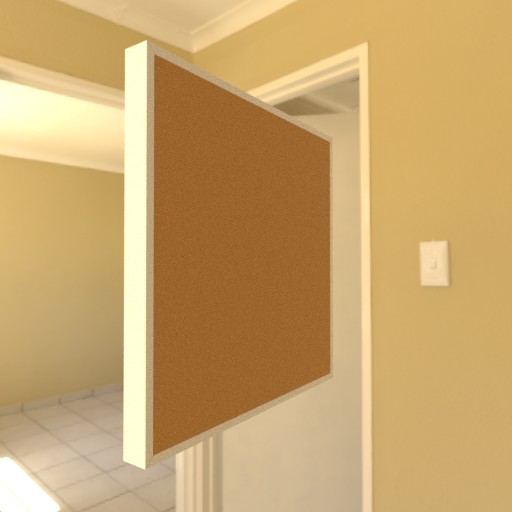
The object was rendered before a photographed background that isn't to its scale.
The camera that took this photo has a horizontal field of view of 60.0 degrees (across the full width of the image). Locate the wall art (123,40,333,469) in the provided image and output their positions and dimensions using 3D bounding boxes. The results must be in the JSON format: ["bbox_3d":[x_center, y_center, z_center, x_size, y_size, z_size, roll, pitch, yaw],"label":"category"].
[{"bbox_3d":[0.000,0.000,0.445,0.024,0.304,0.304,-1,-1,35],"label":"wall art"}]
